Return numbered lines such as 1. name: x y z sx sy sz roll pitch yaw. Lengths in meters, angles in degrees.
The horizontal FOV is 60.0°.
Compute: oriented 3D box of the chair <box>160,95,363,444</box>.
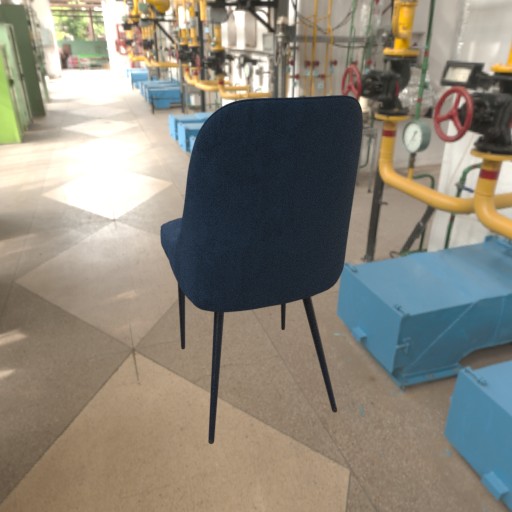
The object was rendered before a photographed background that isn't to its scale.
1. chair: 0.000 0.000 1.239 0.478 0.896 0.559 -8 27 -16
